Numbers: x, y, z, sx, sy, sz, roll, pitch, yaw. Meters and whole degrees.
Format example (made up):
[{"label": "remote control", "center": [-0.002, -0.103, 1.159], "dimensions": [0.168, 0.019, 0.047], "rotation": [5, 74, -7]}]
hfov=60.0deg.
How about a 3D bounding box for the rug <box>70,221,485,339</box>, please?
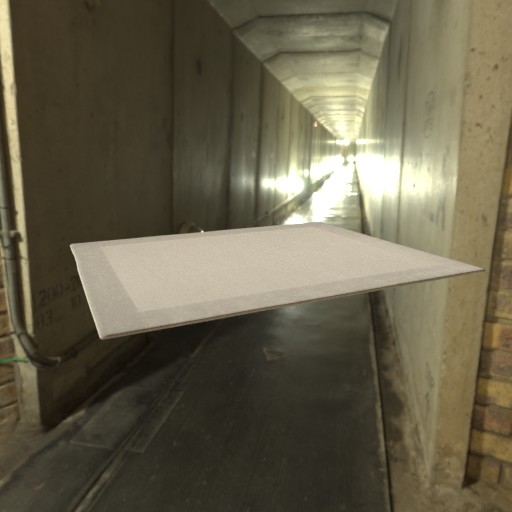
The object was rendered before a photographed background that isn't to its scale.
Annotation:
[{"label": "rug", "center": [0.000, 0.000, 4.007], "dimensions": [2.976, 0.018, 2.430], "rotation": [-7, 16, -25]}]
